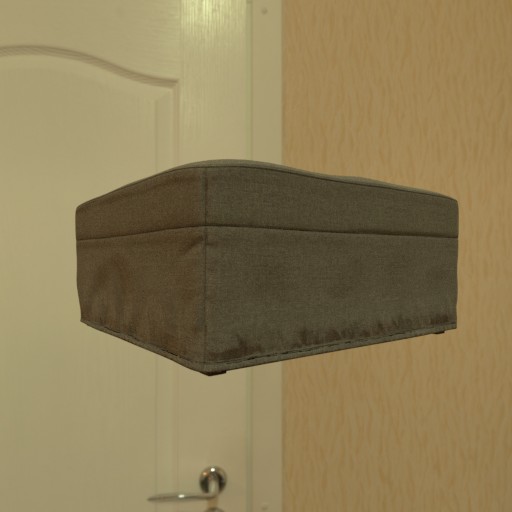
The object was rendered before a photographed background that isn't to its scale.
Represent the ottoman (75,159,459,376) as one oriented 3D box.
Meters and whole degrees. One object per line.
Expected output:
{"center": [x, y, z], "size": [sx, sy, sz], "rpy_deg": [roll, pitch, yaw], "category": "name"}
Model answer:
{"center": [0.000, 0.000, 1.323], "size": [0.843, 0.436, 0.840], "rpy_deg": [0, 0, -37], "category": "ottoman"}
